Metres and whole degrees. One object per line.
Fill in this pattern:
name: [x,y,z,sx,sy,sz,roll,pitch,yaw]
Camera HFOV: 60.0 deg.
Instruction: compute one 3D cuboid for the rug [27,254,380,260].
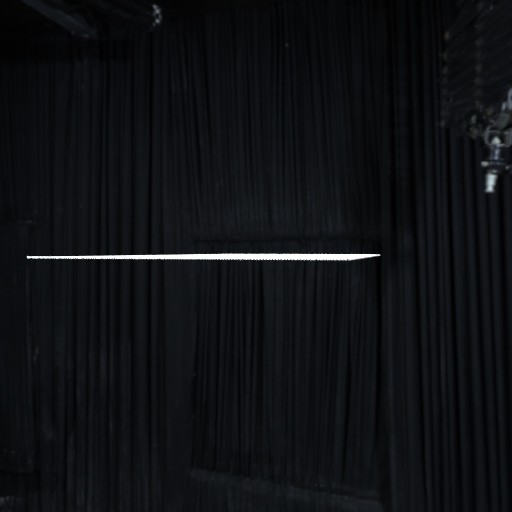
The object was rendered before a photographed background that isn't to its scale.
rug: [0.000,0.000,3.035,1.528,0.010,2.440,0,1,18]
